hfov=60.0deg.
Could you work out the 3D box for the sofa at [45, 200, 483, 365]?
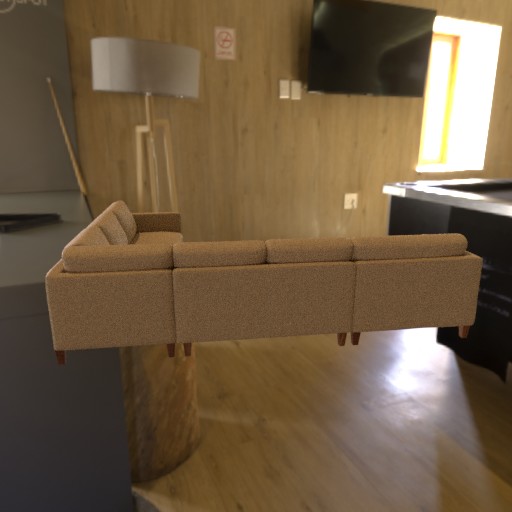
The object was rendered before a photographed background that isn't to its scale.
[{"bbox_3d":[0.000,0.000,4.594,3.403,0.889,2.551,-2,16,-8],"label":"sofa"}]
